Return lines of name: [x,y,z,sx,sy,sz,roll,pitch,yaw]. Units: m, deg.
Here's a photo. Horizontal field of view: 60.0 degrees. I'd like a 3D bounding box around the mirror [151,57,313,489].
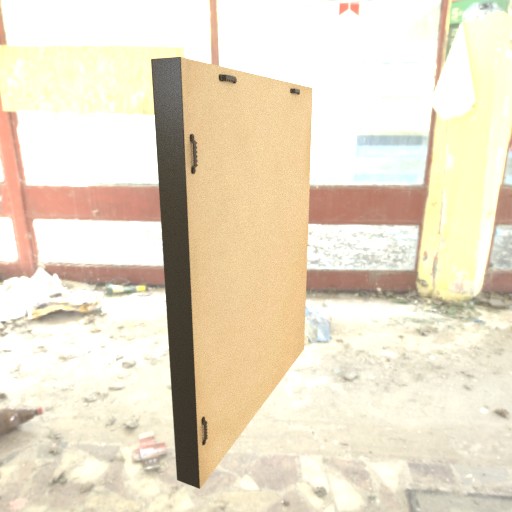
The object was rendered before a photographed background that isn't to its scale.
mirror: [0.000,0.000,0.676,0.041,0.509,0.406,8,18,24]
